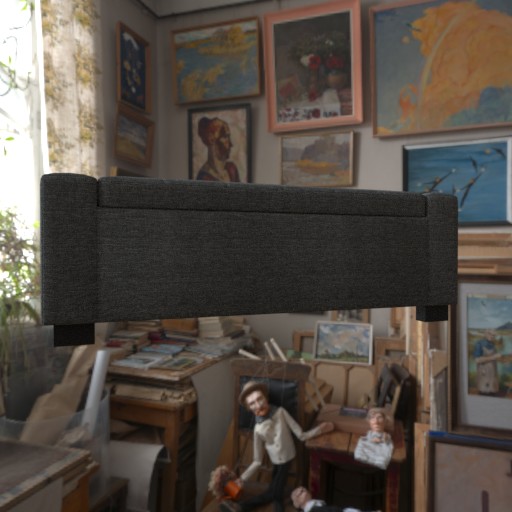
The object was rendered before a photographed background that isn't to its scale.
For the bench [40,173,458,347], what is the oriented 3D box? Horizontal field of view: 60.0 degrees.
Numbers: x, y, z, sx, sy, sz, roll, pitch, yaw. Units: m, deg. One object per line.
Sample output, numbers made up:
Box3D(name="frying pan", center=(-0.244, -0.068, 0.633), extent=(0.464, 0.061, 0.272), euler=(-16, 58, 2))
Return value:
Box3D(name="bench", center=(0.000, 0.000, 1.530), extent=(1.296, 0.445, 0.508), euler=(0, 1, -20))
